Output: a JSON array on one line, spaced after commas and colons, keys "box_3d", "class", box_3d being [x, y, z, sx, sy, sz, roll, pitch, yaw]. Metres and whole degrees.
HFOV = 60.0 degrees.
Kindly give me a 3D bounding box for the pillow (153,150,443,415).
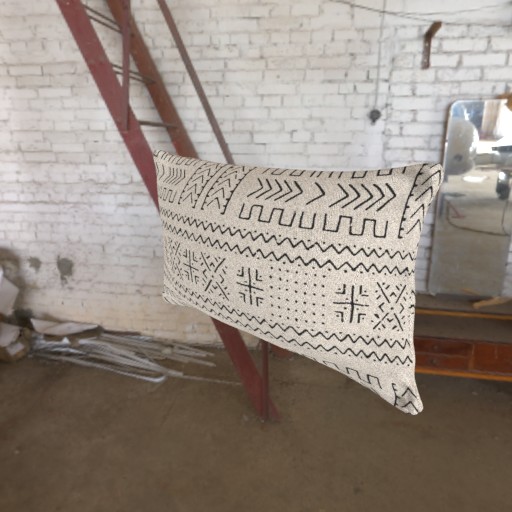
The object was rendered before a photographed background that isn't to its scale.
[{"box_3d": [0.000, 0.000, 0.787, 0.188, 0.352, 0.637, -15, 22, -43], "class": "pillow"}]
